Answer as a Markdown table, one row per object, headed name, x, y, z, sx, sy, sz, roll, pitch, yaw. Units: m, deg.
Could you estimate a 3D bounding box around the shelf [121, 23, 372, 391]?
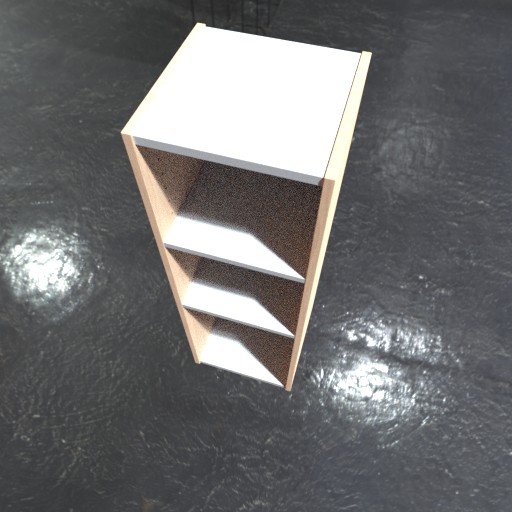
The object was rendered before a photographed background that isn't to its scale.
| name | x | y | z | sx | sy | sz | roll | pitch | yaw |
| --- | --- | --- | --- | --- | --- | --- | --- | --- | --- |
| shelf | 0.000 | 0.000 | 1.035 | 0.300 | 0.900 | 0.290 | 14 | 58 | 9 |
